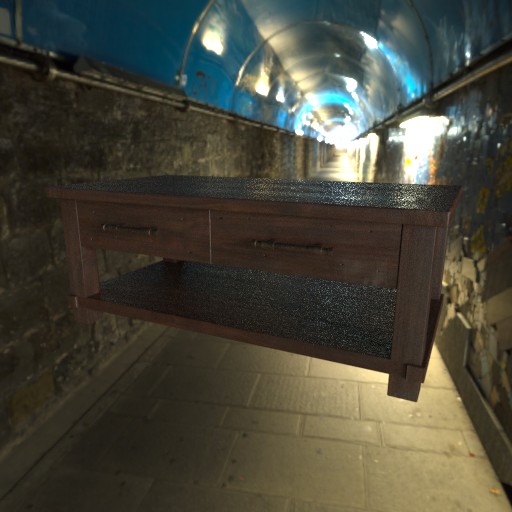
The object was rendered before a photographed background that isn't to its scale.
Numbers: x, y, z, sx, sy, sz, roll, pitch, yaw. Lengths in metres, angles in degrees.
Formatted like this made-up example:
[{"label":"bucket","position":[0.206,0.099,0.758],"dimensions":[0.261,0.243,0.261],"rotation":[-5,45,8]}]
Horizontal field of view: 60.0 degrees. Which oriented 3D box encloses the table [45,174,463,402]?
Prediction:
[{"label":"table","position":[0.000,0.000,1.581],"dimensions":[1.270,0.494,0.700],"rotation":[7,16,25]}]
